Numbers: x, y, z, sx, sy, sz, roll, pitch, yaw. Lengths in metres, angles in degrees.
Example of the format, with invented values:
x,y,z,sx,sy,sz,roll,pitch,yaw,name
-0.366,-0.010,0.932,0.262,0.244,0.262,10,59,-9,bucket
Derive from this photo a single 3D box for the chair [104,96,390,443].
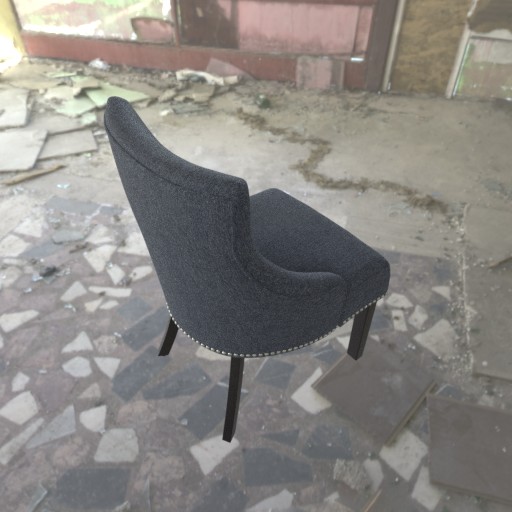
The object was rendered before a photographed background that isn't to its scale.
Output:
x,y,z,sx,sy,sz,roll,pitch,yaw,name
0.000,0.000,1.290,0.629,0.909,0.566,-28,48,-28,chair
